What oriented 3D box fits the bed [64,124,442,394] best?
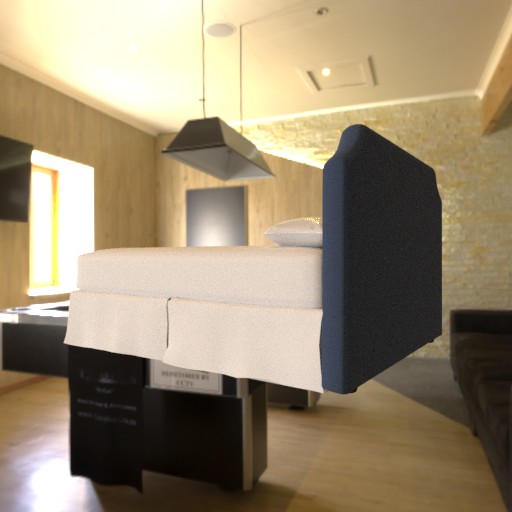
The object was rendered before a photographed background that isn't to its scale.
[{"bbox_3d":[0.000,0.000,3.331,2.260,1.297,1.831,0,0,35],"label":"bed"}]
